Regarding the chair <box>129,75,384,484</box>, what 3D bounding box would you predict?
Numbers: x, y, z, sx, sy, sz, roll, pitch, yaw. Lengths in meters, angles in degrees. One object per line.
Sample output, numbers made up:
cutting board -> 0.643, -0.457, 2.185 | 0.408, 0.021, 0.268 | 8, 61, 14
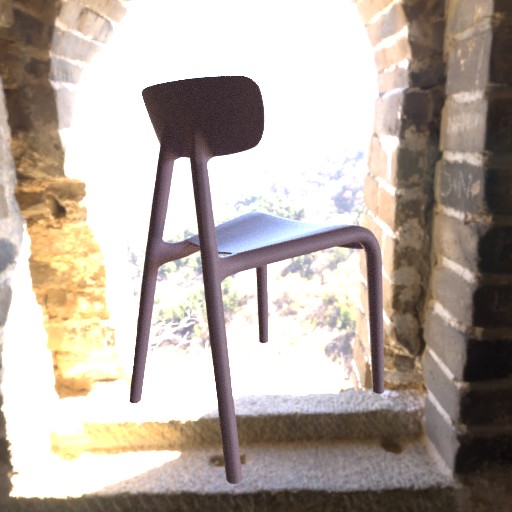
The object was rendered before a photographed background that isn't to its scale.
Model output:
chair -> 0.000, 0.000, 0.830 | 0.401, 0.580, 0.356 | -13, 19, -43
